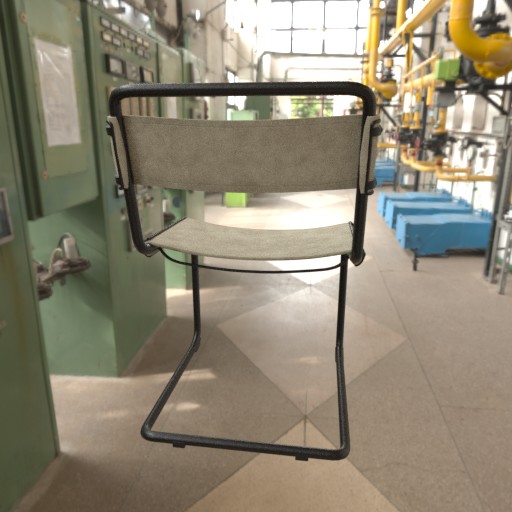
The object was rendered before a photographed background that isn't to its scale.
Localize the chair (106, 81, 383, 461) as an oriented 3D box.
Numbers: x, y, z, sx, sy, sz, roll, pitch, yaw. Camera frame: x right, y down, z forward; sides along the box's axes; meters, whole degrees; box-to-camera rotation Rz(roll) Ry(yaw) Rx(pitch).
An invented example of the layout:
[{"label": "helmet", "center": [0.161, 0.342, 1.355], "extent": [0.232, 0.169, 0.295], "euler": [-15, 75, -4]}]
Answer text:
[{"label": "chair", "center": [0.000, 0.000, 1.075], "extent": [0.499, 0.747, 0.497], "euler": [2, 17, 8]}]
